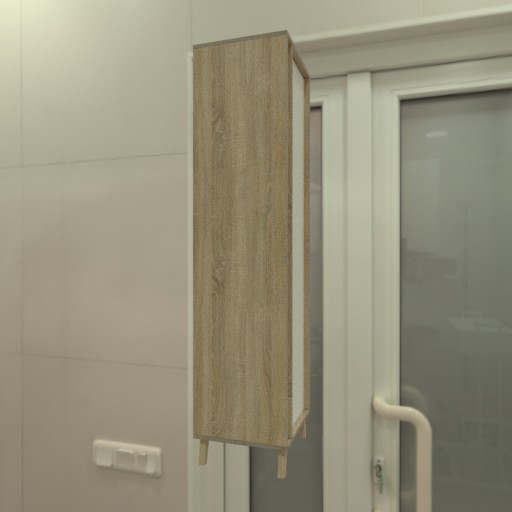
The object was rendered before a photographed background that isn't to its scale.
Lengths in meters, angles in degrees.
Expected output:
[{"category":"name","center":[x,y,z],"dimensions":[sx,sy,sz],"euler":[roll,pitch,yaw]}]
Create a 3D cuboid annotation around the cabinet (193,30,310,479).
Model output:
[{"category":"cabinet","center":[0.000,0.000,2.235],"dimensions":[0.450,1.960,0.510],"euler":[0,0,18]}]
